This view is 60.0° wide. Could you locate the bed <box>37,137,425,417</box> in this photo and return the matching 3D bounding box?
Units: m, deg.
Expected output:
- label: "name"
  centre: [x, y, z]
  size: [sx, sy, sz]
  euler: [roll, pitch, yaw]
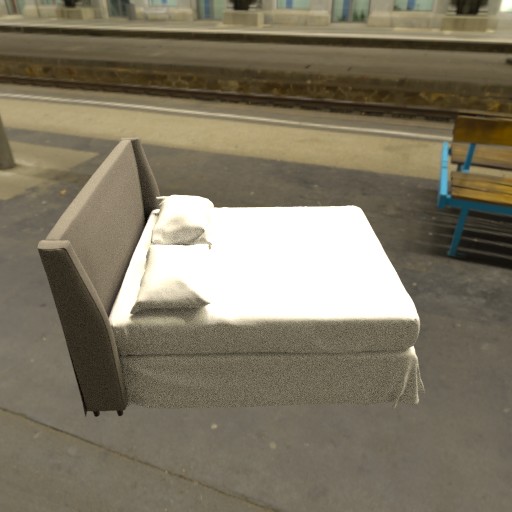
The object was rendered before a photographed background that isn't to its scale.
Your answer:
- label: "bed"
  centre: [0.000, 0.000, 3.381]
  size: [2.276, 1.332, 1.925]
  euler: [-1, 31, -1]
